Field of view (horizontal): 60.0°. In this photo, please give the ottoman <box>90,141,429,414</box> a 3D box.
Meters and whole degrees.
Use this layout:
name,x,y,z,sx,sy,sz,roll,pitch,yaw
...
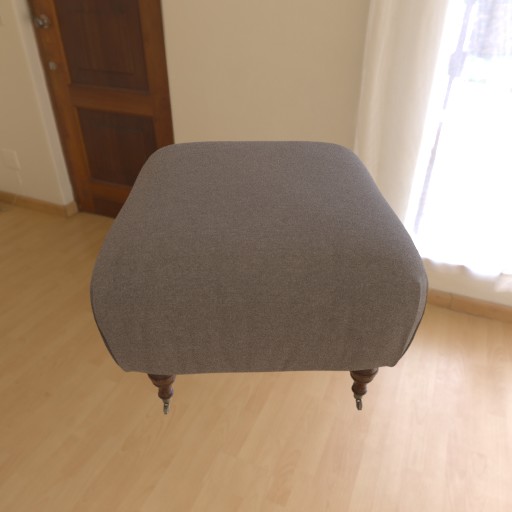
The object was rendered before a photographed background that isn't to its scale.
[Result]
name,x,y,z,sx,sy,sz,roll,pitch,yaw
ottoman,0.000,0.000,1.129,0.622,0.450,0.747,-1,33,-1
